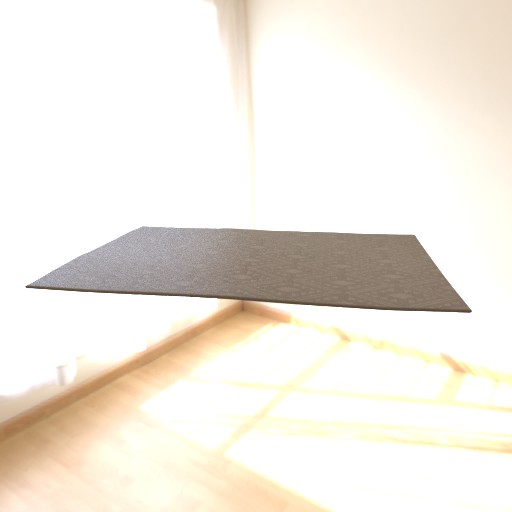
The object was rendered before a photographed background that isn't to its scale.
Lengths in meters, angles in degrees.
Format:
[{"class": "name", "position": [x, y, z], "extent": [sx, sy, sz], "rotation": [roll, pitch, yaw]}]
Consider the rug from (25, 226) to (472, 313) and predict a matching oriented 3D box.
[{"class": "rug", "position": [0.000, 0.000, 2.368], "extent": [1.829, 0.034, 1.252], "rotation": [3, 16, 9]}]
